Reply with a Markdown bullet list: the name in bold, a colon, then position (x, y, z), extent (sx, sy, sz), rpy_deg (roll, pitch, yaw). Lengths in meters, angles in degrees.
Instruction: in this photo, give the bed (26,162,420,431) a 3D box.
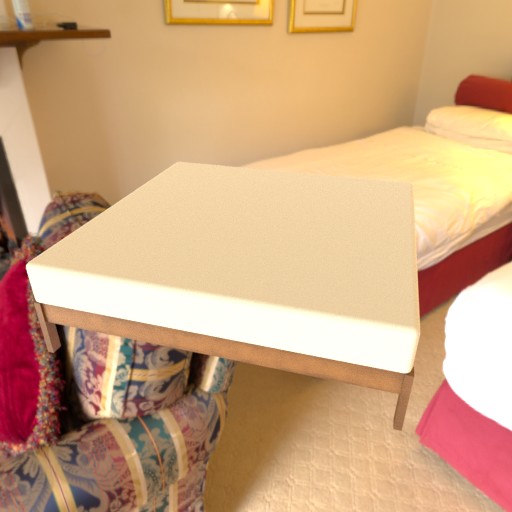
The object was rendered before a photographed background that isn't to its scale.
- **bed**: position (0.000, 0.000, 3.078), extent (2.049, 0.616, 1.930), rpy_deg (8, 30, 14)
